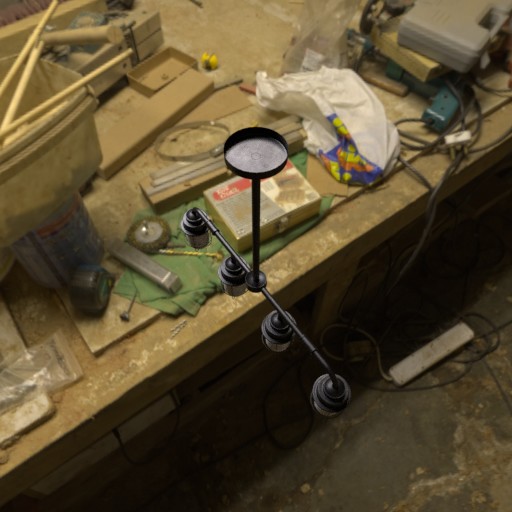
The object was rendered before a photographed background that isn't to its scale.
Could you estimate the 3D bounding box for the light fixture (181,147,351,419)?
[{"bbox_3d":[0.000,0.000,1.220,0.131,0.785,0.852,-31,62,-19],"label":"light fixture"}]
